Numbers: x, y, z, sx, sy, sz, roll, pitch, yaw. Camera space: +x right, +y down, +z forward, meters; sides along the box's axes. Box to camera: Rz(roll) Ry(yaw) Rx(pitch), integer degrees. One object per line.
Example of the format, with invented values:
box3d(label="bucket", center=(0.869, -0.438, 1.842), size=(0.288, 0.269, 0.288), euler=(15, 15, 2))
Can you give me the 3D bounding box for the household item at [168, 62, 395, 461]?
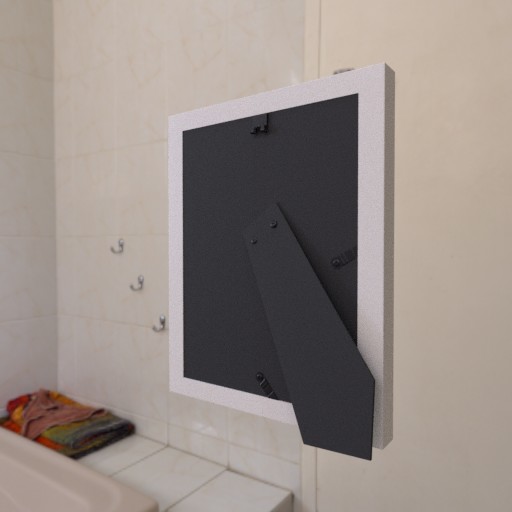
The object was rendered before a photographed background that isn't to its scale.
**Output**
box3d(label="household item", center=(0.000, 0.000, 0.342), size=(0.200, 0.250, 0.045), euler=(1, 1, 36))
